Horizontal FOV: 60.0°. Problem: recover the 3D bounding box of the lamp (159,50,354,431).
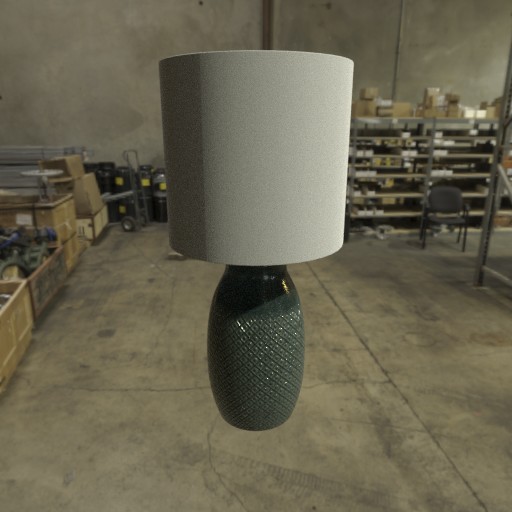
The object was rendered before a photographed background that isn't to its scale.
[{"bbox_3d":[0.000,0.000,0.568,0.217,0.453,0.217,-2,17,-7],"label":"lamp"}]
